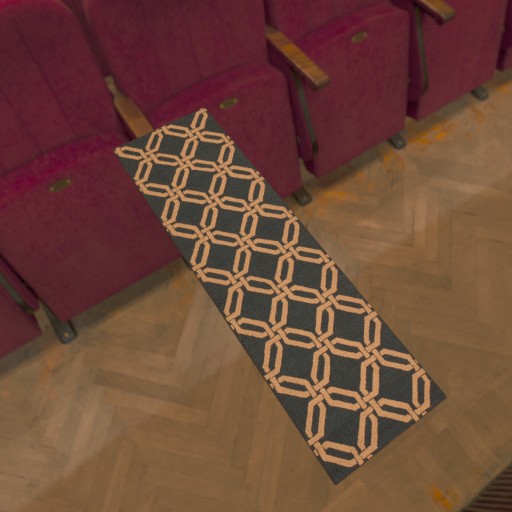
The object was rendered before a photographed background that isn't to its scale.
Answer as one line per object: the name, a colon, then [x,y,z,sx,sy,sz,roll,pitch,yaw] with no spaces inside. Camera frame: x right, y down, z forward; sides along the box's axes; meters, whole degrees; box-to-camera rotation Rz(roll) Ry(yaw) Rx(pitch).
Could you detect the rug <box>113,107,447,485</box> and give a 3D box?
rug: [0.000,0.000,2.463,0.678,0.014,2.276,-30,66,-15]
